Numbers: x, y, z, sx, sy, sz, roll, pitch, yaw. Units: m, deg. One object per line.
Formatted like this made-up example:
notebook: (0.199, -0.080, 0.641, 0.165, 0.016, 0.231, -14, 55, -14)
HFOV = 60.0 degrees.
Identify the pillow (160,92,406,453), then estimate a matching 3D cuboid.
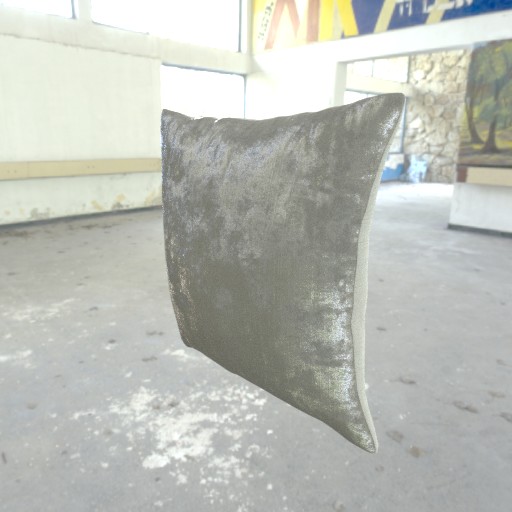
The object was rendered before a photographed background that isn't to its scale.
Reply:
pillow: (0.000, 0.000, 0.700, 0.175, 0.464, 0.470, -14, 20, -42)
